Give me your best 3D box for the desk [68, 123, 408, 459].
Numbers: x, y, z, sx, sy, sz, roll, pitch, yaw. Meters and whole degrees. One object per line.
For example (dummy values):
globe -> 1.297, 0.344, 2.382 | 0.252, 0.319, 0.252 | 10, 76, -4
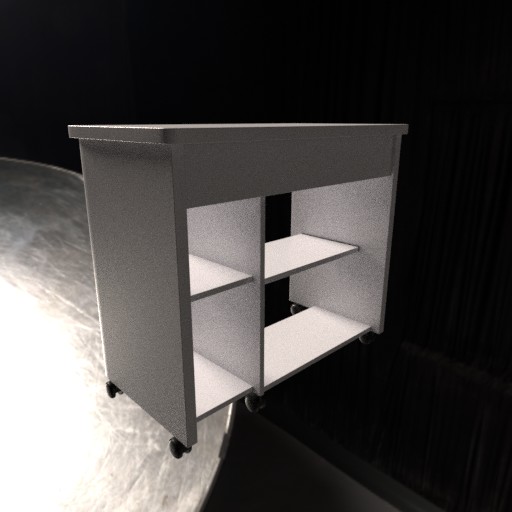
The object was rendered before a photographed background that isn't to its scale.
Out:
desk -> 0.000, 0.000, 1.345 | 0.877, 0.763, 0.475 | -16, 23, -41
